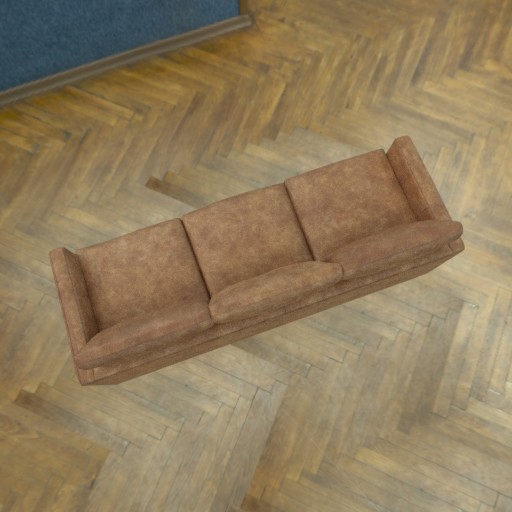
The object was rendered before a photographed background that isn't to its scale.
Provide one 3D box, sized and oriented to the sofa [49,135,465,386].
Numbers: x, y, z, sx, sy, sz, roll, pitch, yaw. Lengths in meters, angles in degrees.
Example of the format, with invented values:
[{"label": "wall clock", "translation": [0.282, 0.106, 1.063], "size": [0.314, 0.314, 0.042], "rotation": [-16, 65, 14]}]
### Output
[{"label": "sofa", "translation": [0.000, 0.000, 2.421], "size": [2.029, 0.863, 0.748], "rotation": [-19, 75, -5]}]
